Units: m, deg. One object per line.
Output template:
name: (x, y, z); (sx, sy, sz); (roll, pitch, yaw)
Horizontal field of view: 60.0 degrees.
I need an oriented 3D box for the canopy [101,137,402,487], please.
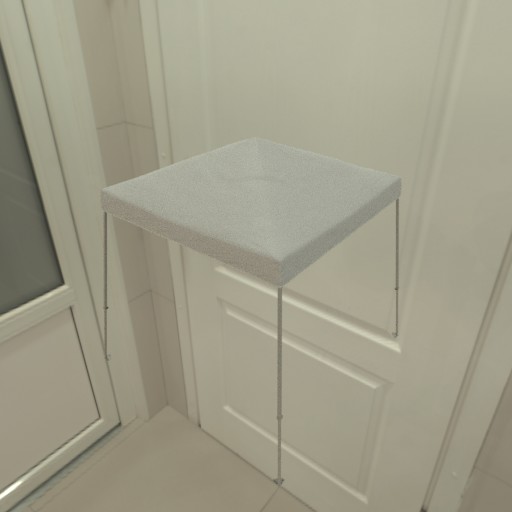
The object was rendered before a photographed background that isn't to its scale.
canopy: (0.000, 0.000, 5.305); (2.849, 2.849, 2.848); (22, 37, 32)
